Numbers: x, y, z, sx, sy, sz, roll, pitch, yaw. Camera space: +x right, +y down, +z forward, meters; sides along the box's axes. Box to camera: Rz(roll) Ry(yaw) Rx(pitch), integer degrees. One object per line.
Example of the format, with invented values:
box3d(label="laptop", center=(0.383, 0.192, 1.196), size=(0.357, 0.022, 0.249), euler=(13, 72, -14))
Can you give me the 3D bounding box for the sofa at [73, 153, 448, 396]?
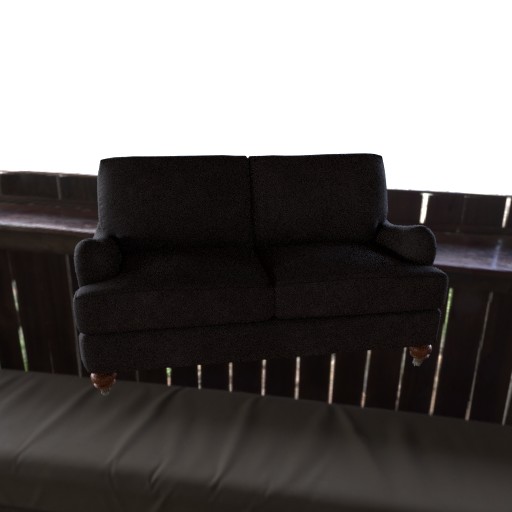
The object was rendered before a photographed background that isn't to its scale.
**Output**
box3d(label="sofa", center=(0.000, 0.000, 2.549), size=(1.853, 1.101, 1.084), euler=(-3, 17, -9))
